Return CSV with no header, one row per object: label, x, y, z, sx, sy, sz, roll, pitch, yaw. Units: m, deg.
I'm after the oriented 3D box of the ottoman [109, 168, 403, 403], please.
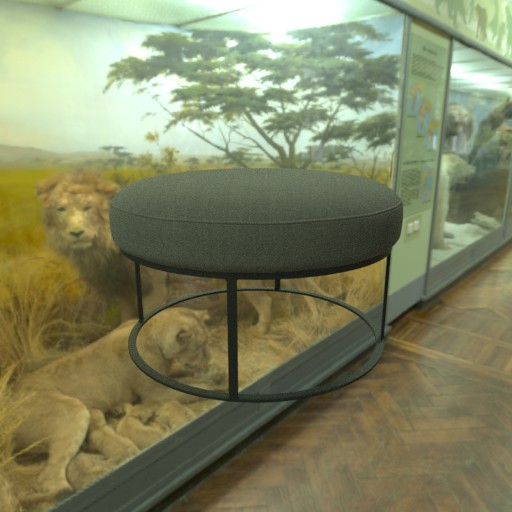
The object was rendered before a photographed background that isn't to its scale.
ottoman,0.000,0.000,1.252,0.772,0.460,0.772,0,16,0
